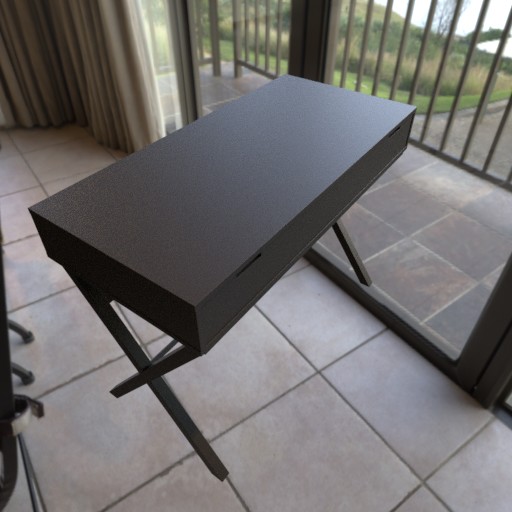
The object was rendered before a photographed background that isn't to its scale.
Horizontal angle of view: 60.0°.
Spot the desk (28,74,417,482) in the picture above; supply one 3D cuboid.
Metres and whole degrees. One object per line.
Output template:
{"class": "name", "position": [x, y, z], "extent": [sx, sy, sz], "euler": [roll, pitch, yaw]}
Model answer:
{"class": "desk", "position": [0.000, 0.000, 1.466], "extent": [0.504, 0.780, 1.057], "euler": [26, 48, 26]}
